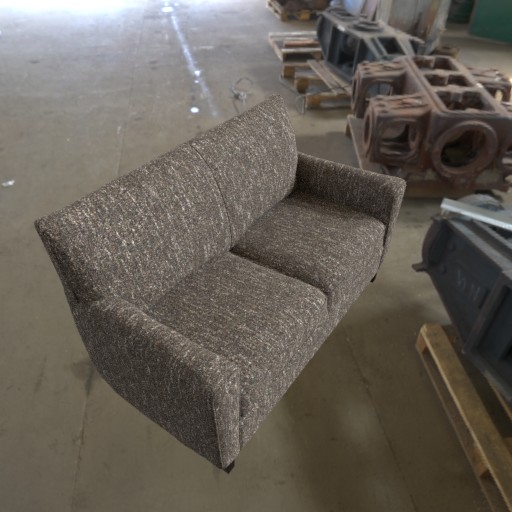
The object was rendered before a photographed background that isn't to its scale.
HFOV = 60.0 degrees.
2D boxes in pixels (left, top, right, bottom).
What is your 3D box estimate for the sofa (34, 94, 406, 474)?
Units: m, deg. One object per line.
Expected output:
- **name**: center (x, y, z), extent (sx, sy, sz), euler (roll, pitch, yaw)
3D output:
- **sofa**: center (0.000, 0.000, 2.031), extent (0.801, 0.946, 1.519), euler (25, 46, 27)
